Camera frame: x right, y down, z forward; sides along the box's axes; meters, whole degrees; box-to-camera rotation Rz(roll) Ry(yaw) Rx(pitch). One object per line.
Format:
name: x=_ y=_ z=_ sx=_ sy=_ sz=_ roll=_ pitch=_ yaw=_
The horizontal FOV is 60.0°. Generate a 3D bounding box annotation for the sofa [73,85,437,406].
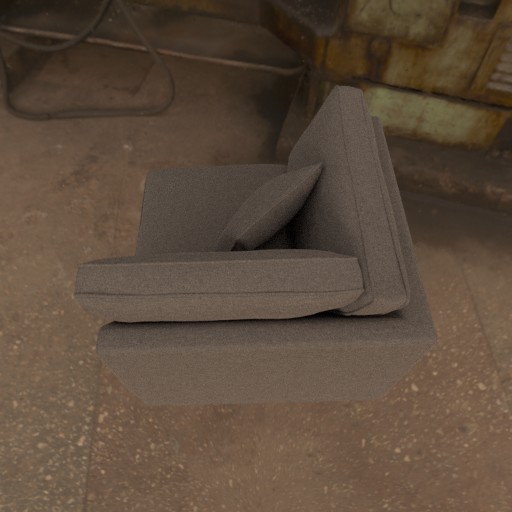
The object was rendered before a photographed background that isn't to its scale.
sofa: x=0.000 y=0.000 z=1.955 sx=1.146 sy=1.002 sz=1.084 roll=-2 pitch=59 yaw=-1
